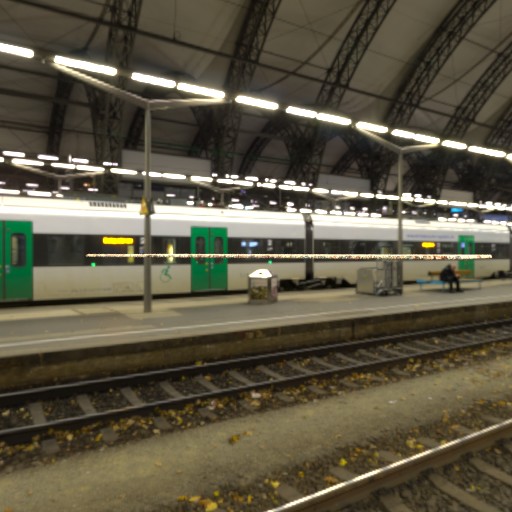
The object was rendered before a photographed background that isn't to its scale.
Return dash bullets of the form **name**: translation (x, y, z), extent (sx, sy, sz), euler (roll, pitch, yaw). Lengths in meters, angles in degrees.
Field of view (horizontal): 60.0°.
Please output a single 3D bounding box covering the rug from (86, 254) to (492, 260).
- **rug**: translation (0.000, 0.000, 2.515), extent (2.292, 0.015, 0.688), euler (0, 0, 36)
